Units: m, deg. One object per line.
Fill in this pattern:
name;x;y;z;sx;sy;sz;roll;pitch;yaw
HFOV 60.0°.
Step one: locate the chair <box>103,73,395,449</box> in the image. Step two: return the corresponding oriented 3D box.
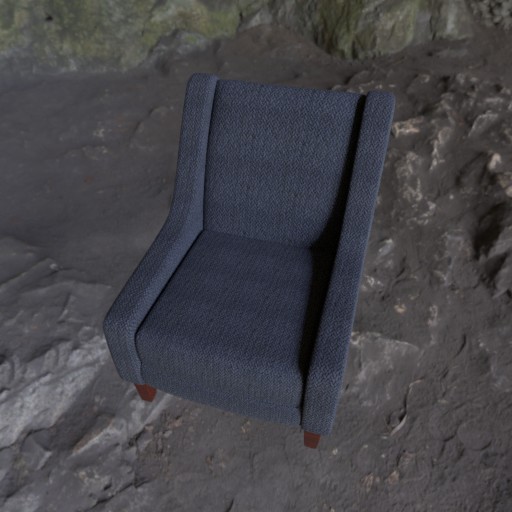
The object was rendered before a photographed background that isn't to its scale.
chair;0.000;0.000;1.671;0.793;1.012;0.944;11;42;13
